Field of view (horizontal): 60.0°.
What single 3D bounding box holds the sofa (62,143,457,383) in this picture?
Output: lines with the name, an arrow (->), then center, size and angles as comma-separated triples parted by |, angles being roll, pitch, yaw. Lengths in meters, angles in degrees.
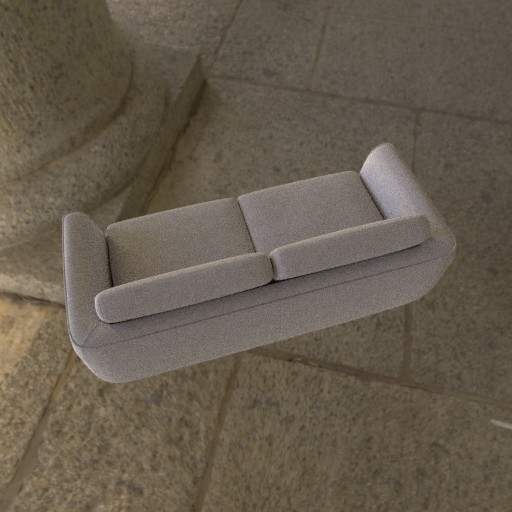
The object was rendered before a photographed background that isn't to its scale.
sofa -> 0.000, 0.000, 2.510 | 2.000, 0.850, 0.920 | -14, 59, -9
